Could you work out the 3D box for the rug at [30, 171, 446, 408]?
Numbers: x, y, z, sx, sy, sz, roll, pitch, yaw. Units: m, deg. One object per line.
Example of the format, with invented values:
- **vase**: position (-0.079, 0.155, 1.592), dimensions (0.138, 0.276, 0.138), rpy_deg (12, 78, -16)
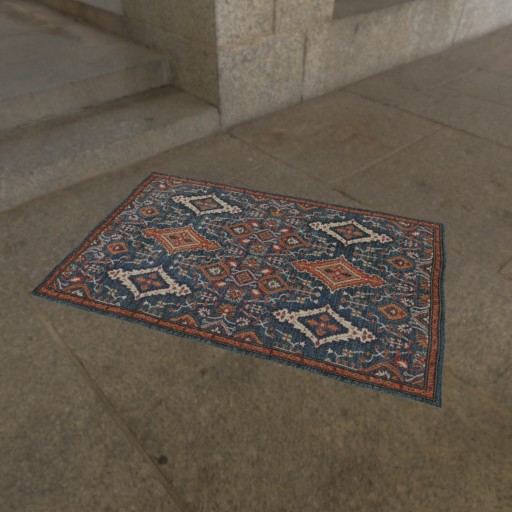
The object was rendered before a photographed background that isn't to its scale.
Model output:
- **rug**: position (0.000, 0.000, 4.136), dimensions (3.371, 0.008, 2.190), rpy_deg (12, 42, 14)
